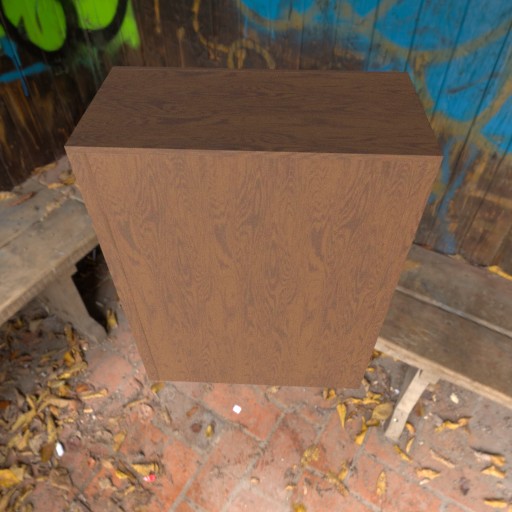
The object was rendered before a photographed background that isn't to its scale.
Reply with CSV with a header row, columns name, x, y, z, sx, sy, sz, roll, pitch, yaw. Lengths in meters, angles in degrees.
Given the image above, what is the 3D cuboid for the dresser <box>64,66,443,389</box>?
name,x,y,z,sx,sy,sz,roll,pitch,yaw
dresser,0.000,0.000,1.780,0.964,1.320,0.516,2,47,2
